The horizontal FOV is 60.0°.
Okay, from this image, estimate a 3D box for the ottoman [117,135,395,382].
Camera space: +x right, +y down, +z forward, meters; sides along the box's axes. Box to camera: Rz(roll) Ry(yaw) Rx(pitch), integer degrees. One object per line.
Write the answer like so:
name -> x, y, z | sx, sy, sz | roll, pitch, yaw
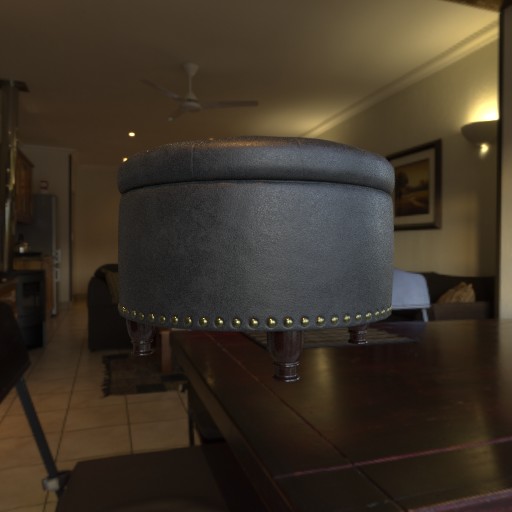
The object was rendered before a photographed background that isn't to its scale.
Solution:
ottoman -> 0.000, 0.000, 1.067 | 0.637, 0.442, 0.637 | 0, 1, 0
